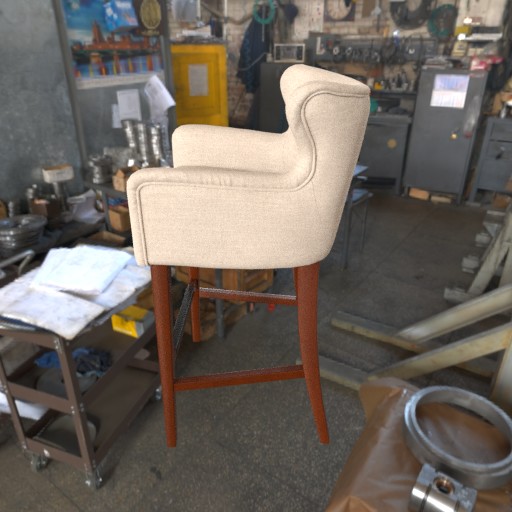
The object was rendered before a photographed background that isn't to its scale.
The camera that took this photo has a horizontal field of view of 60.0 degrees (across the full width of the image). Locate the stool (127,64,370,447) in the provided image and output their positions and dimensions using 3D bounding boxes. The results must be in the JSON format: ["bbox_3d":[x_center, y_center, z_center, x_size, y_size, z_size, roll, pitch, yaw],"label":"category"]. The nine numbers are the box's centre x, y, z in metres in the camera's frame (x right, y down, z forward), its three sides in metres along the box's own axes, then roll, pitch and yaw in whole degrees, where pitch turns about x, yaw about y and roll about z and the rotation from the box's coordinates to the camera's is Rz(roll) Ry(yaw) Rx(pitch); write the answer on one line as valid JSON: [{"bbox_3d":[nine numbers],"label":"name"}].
[{"bbox_3d":[0.000,0.000,1.333,0.563,1.034,0.556,1,27,1],"label":"stool"}]
